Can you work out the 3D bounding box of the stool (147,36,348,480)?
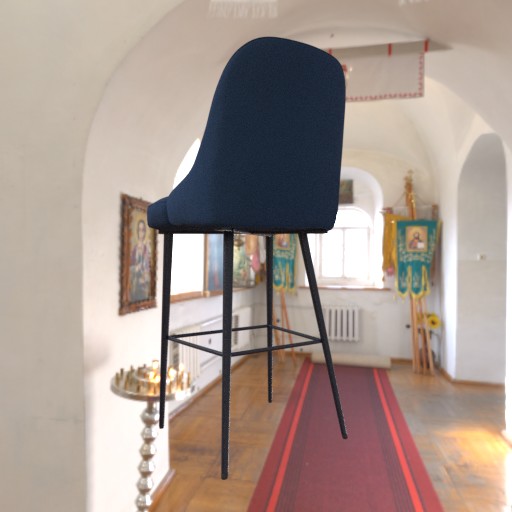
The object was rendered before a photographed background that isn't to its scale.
[{"bbox_3d":[0.000,0.000,1.334,0.527,1.079,0.489,0,1,-34],"label":"stool"}]
